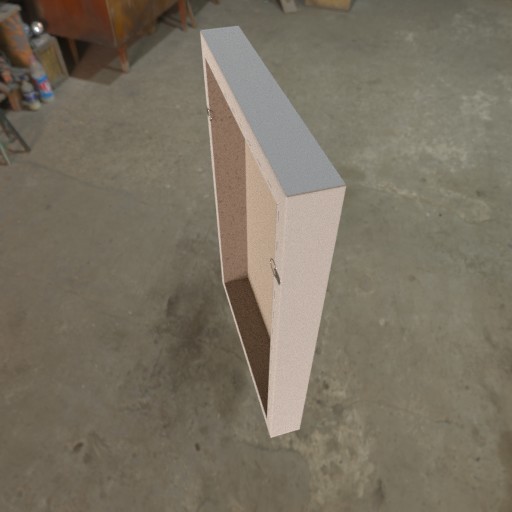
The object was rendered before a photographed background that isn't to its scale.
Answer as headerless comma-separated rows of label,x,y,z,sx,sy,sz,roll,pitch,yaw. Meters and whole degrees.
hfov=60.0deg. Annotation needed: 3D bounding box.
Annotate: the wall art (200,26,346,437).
wall art,0.000,0.000,0.483,0.039,0.381,0.252,-12,49,-11
